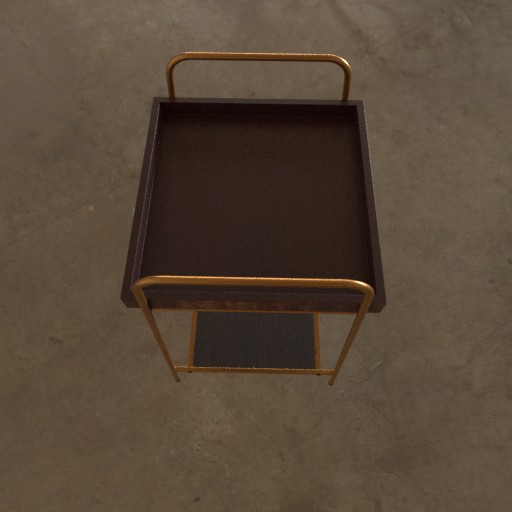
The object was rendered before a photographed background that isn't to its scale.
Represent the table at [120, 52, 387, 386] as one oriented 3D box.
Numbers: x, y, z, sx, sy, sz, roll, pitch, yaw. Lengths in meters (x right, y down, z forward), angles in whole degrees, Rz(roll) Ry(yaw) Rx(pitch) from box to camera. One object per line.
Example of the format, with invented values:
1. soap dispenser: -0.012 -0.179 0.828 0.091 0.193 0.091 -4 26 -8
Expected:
1. table: 0.000 0.000 0.980 0.430 0.710 0.430 1 64 1
